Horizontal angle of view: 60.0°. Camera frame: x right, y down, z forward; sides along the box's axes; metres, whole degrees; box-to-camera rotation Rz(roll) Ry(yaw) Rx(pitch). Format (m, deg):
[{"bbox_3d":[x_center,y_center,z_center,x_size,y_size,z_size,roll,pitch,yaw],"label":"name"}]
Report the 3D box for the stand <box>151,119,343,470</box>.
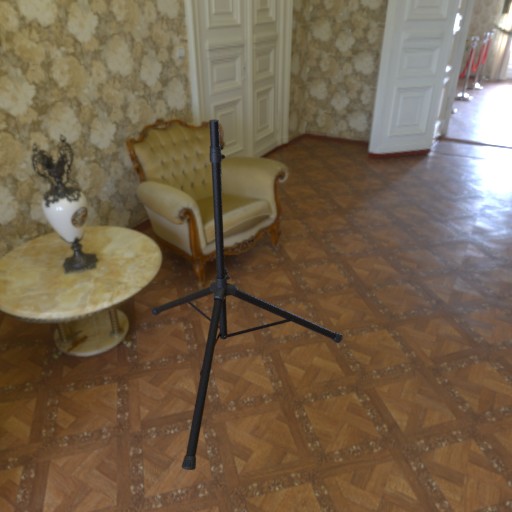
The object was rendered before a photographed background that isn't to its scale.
[{"bbox_3d":[0.000,0.000,1.866,0.907,1.136,1.045,-8,30,-14],"label":"stand"}]
